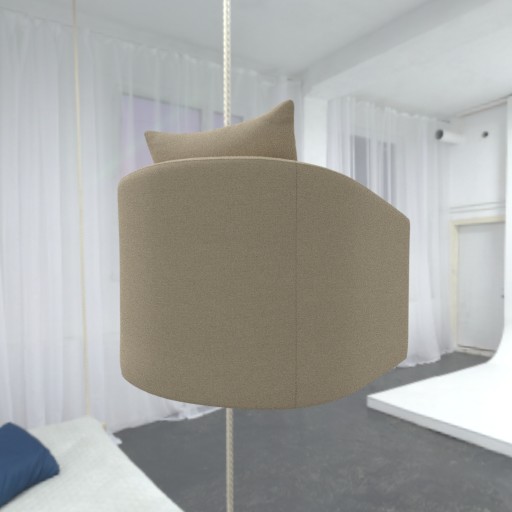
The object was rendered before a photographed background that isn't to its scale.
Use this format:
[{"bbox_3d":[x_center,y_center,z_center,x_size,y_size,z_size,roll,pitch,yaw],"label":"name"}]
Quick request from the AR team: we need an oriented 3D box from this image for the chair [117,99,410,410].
[{"bbox_3d":[0.000,0.000,1.568,0.845,0.848,0.910,0,0,34],"label":"chair"}]
